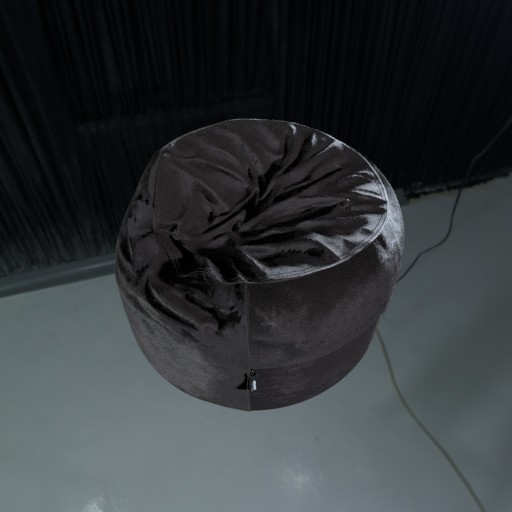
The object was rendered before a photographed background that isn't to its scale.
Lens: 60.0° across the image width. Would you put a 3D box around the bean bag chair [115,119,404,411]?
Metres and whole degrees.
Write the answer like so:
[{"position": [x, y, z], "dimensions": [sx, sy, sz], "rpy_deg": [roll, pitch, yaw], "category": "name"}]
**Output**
[{"position": [0.000, 0.000, 1.498], "dimensions": [0.918, 0.605, 0.918], "rpy_deg": [0, 47, 0], "category": "bean bag chair"}]
